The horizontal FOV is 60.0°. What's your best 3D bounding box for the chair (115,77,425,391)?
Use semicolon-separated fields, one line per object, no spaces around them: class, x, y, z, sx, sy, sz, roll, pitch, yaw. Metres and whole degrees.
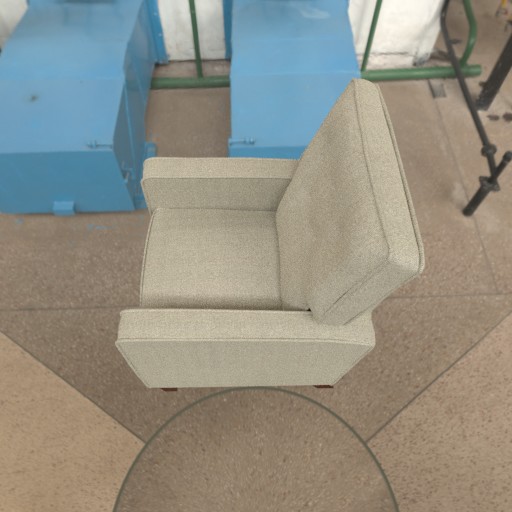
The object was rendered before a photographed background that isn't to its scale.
chair;0.000;0.000;1.387;0.754;0.888;0.648;-1;58;-1
